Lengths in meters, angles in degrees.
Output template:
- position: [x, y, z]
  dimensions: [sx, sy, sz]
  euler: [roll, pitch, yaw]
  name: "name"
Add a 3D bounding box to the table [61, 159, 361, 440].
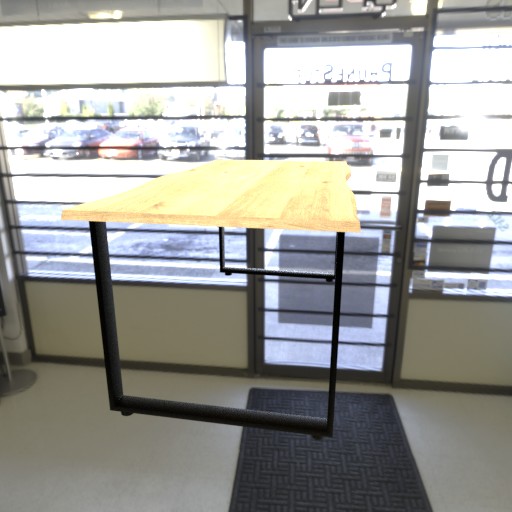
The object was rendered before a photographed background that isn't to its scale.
- position: [0.000, 0.000, 2.205]
  dimensions: [0.900, 0.780, 1.800]
  euler: [3, 17, 10]
  name: "table"
